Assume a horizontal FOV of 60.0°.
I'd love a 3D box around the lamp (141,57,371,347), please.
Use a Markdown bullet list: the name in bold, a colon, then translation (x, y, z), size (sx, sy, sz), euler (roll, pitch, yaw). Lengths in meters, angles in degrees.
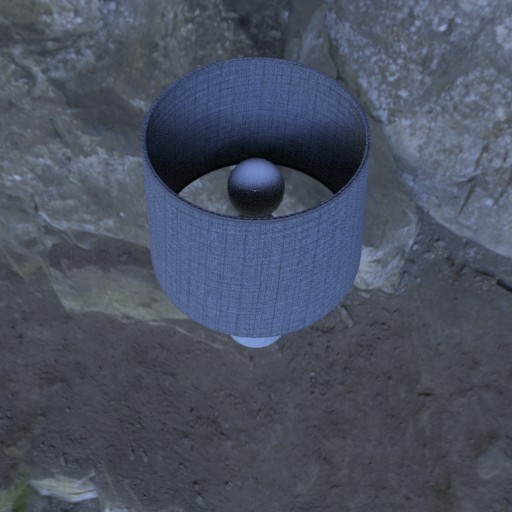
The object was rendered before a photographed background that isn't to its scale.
- **lamp**: translation (0.000, 0.000, 0.568), size (0.251, 0.429, 0.251), euler (0, 59, 0)
